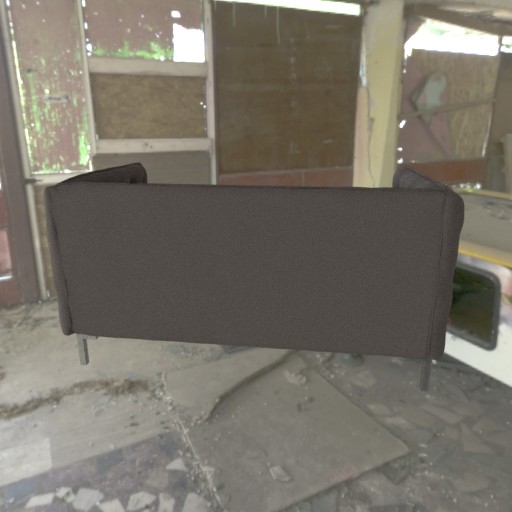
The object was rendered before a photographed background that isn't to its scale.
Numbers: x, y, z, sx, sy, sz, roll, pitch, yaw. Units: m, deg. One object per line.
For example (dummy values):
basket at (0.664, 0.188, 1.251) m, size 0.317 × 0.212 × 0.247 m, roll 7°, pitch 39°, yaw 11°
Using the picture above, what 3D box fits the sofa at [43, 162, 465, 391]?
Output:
sofa at (0.000, 0.000, 2.120) m, size 1.583 × 0.810 × 0.909 m, roll 2°, pitch 17°, yaw 8°
